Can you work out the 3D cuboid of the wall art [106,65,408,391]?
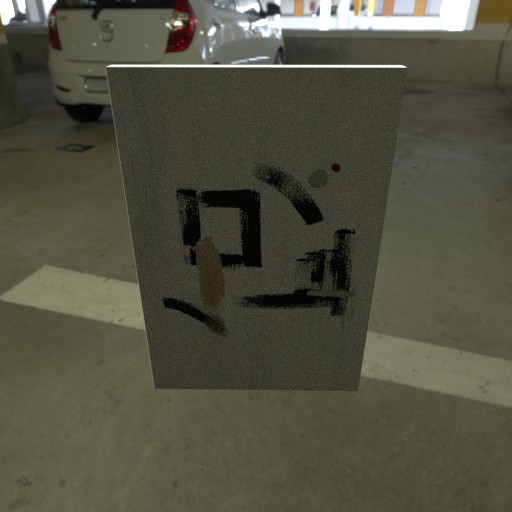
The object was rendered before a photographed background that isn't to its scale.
[{"bbox_3d":[0.000,0.000,1.154,0.624,0.914,0.043,0,29,1],"label":"wall art"}]
